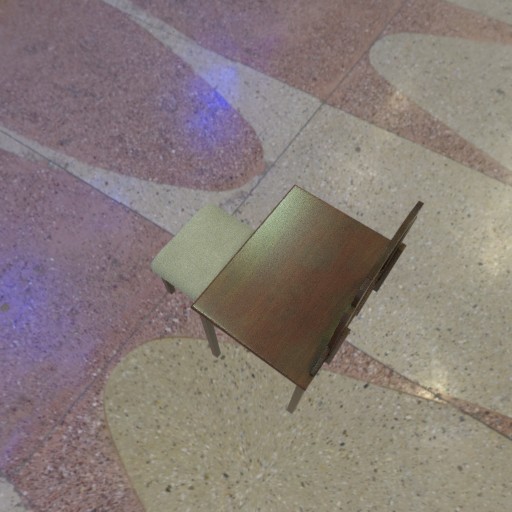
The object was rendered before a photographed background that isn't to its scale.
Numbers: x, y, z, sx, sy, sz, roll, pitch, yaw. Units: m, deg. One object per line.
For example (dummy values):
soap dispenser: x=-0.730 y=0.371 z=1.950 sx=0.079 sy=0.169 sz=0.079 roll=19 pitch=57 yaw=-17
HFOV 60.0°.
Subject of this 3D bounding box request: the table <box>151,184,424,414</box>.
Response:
table: x=0.000 y=0.000 z=2.299 sx=1.211 sy=1.631 sz=0.876 roll=33 pitch=68 yaw=16
